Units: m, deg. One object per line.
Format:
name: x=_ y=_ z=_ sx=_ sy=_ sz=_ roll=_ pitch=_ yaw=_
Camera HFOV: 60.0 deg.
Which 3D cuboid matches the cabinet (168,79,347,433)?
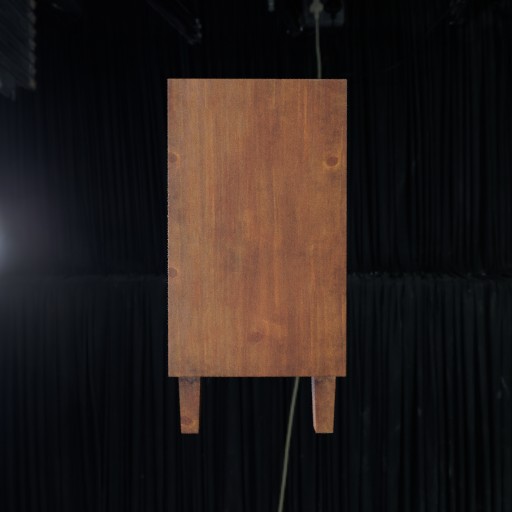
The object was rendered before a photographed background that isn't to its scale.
cabinet: x=0.000 y=0.000 z=1.597 sx=0.403 sy=0.805 sz=1.204 roll=0 pitch=1 yaw=0
